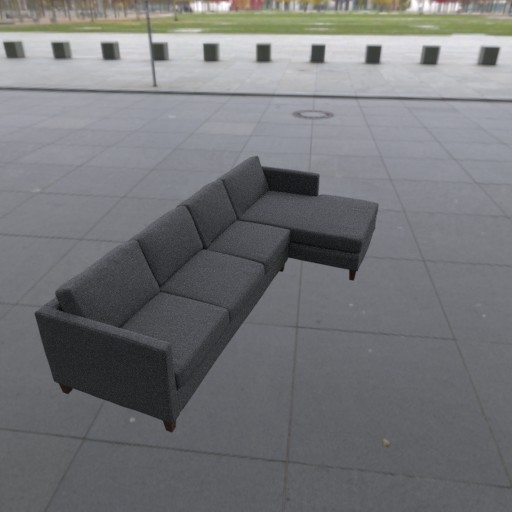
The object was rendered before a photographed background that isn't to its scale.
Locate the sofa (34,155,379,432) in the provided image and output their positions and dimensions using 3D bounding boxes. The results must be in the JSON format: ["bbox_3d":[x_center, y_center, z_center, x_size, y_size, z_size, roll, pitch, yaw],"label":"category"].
[{"bbox_3d":[0.000,0.000,3.812,1.625,0.846,3.186,11,31,19],"label":"sofa"}]
